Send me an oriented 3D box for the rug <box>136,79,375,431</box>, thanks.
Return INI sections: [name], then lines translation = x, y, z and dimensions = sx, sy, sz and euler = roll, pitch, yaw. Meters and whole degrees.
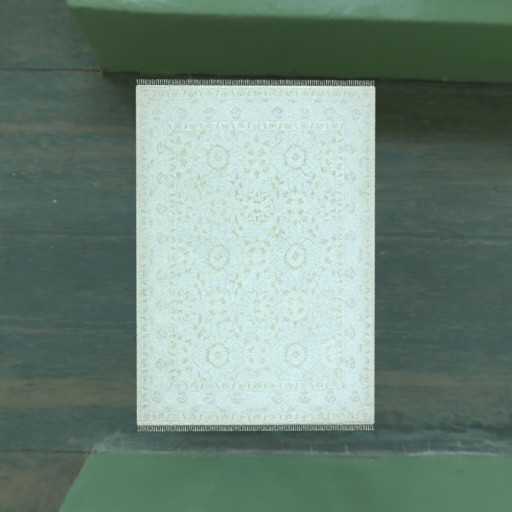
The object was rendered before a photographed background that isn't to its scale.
[rug]
translation = 0.000, 0.000, 2.821
dimensions = 1.514, 0.011, 2.233
euler = 0, 91, -1
